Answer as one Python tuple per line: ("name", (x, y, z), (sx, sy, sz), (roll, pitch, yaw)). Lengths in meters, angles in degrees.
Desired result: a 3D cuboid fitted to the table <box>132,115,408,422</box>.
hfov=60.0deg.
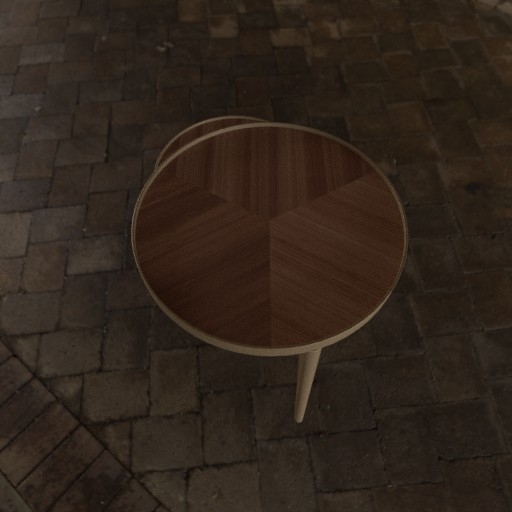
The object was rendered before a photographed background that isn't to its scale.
("table", (0.000, 0.000, 1.141), (0.532, 0.555, 0.751), (-16, 60, -9))
